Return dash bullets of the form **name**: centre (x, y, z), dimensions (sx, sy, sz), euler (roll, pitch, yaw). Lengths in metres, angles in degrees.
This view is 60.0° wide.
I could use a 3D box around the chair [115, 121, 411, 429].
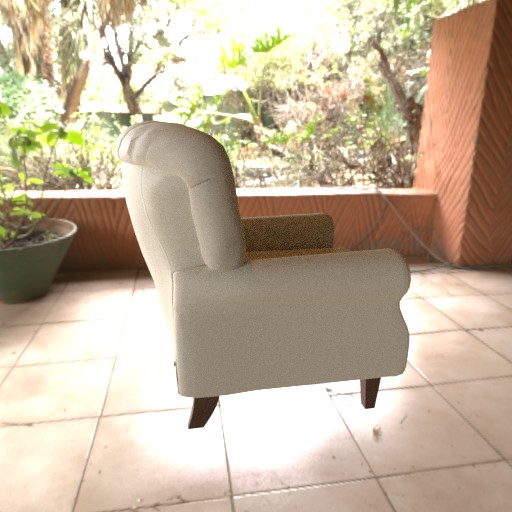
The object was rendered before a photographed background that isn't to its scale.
- **chair**: centre (0.000, 0.000, 2.016), dimensions (1.132, 1.169, 1.035), euler (-3, 16, -10)
